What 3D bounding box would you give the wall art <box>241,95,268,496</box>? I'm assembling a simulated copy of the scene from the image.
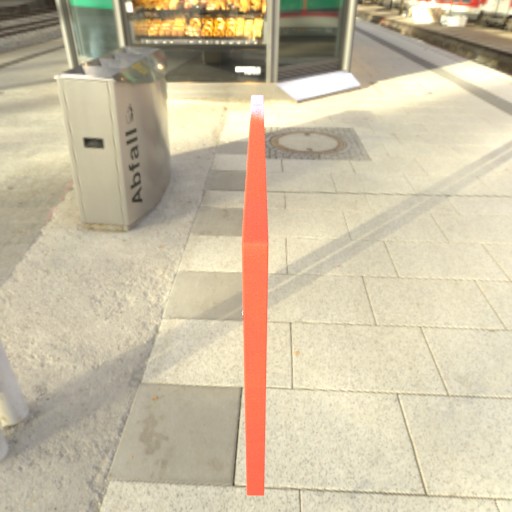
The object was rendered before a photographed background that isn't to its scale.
[{"bbox_3d":[0.000,0.000,1.146,0.040,0.609,0.913,0,32,0],"label":"wall art"}]
